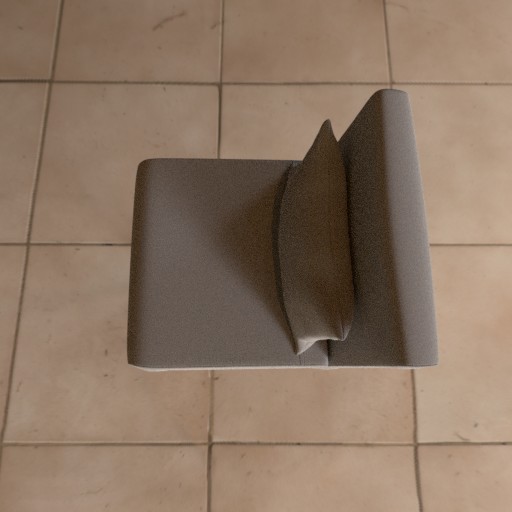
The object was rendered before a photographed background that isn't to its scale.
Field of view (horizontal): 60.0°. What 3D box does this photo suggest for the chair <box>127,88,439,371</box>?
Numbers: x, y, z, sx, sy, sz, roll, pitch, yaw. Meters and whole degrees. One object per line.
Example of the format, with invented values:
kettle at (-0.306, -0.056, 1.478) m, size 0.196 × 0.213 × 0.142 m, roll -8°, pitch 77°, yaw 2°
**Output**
chair at (0.000, 0.000, 1.529) m, size 0.902 × 0.808 × 0.770 m, roll -1°, pitch 76°, yaw 0°
